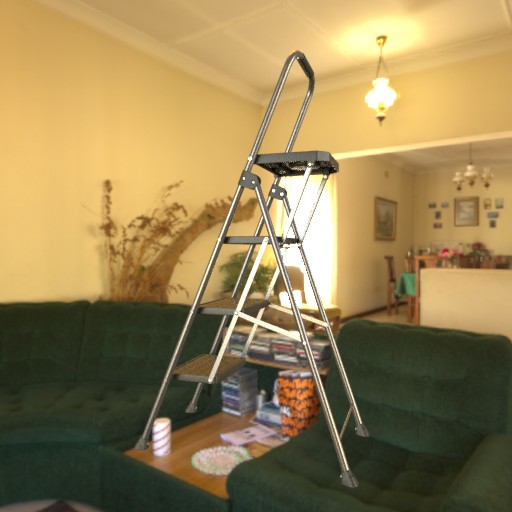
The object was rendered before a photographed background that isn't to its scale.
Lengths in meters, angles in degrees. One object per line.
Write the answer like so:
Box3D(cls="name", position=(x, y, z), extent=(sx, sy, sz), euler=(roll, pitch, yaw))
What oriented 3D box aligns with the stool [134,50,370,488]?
Box3D(cls="stool", position=(0.000, 0.000, 1.521), extent=(0.733, 1.277, 0.396), euler=(0, 1, 19))
